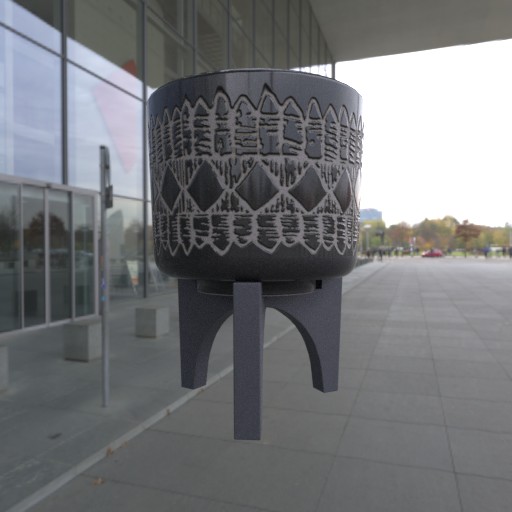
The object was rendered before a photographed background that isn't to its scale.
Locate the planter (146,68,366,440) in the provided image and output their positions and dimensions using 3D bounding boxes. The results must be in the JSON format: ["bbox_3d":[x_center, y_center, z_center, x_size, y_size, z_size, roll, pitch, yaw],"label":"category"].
[{"bbox_3d":[0.000,0.000,0.270,0.129,0.177,0.129,0,1,0],"label":"planter"}]
